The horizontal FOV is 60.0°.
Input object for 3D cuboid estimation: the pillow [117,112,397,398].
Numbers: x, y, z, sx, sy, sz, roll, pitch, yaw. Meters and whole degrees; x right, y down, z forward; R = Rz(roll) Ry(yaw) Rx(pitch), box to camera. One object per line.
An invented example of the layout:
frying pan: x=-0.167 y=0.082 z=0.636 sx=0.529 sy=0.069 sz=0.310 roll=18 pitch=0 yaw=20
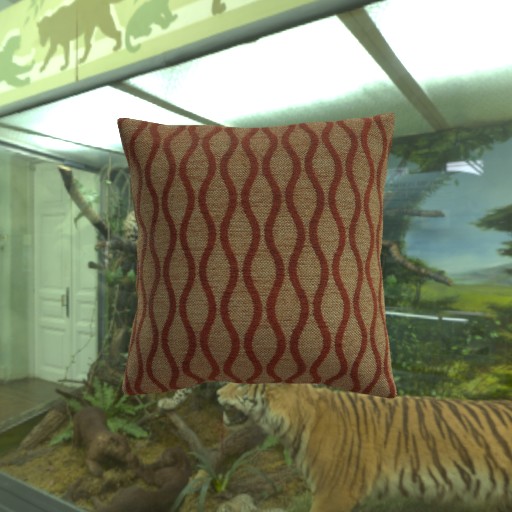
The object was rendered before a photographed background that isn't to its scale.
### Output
pillow: x=0.000 y=0.000 z=0.674 sx=0.429 sy=0.434 sz=0.159 roll=0 pitch=1 yaw=1
